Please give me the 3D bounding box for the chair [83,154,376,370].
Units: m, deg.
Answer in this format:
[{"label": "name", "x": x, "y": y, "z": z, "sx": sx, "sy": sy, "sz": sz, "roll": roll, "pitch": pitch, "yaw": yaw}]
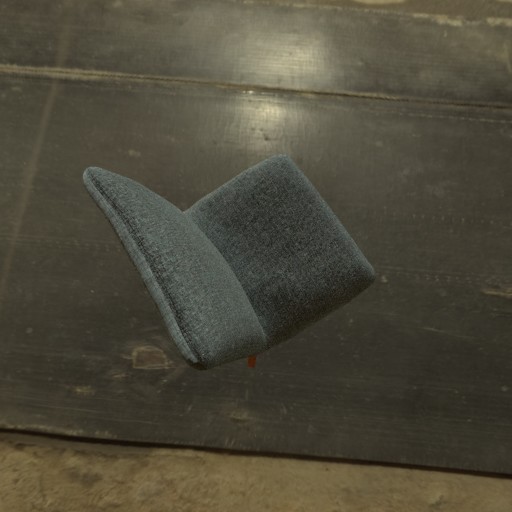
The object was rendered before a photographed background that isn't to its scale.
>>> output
[{"label": "chair", "x": 0.000, "y": 0.000, "z": 1.311, "sx": 0.563, "sy": 0.974, "sz": 0.522, "roll": -32, "pitch": 77, "yaw": -8}]
